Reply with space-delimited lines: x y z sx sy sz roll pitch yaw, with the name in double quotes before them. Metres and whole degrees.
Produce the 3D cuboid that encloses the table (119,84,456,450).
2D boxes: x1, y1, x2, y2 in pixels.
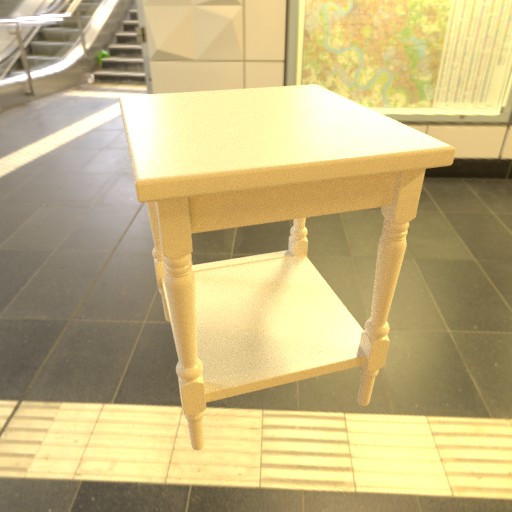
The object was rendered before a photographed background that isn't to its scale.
"table" 0.000 0.000 0.913 0.442 0.565 0.488 -9 33 -14
